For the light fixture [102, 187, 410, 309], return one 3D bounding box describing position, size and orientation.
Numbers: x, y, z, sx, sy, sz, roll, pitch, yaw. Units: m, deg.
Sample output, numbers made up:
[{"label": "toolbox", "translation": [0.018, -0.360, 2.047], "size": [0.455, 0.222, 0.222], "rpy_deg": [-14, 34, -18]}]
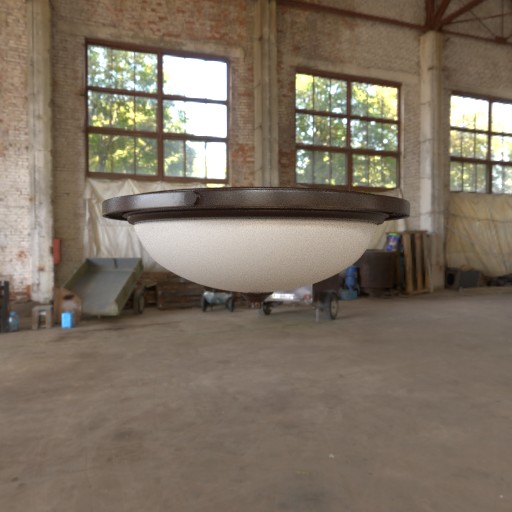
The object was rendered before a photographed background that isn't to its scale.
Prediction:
[{"label": "light fixture", "translation": [0.000, 0.000, 0.550], "size": [0.361, 0.130, 0.361], "rpy_deg": [0, 1, 0]}]
